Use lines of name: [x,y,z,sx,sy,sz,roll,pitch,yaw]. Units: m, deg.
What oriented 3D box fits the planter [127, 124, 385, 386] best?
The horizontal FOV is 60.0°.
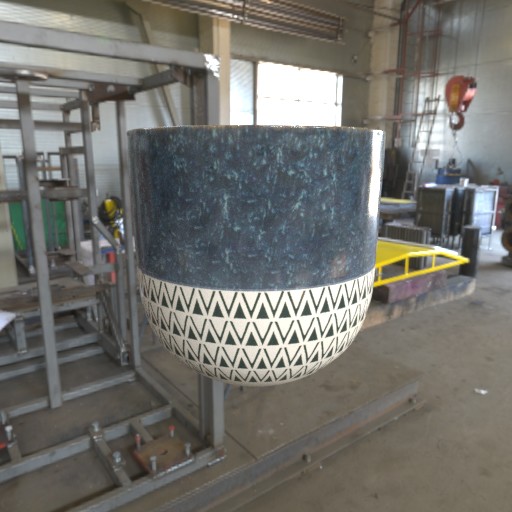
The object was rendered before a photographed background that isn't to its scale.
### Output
planter: [0.000,0.000,0.502,0.266,0.270,0.266,0,13,0]
